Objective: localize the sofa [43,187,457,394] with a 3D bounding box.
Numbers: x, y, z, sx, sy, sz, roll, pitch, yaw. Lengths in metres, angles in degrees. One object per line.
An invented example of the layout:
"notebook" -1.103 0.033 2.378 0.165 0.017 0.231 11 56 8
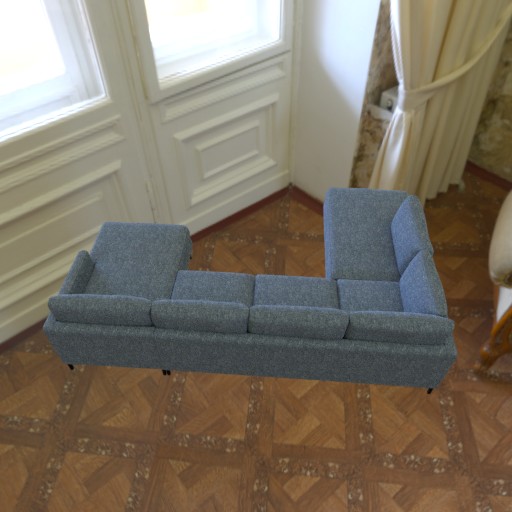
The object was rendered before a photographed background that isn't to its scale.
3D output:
"sofa" 0.000 0.000 3.600 2.737 0.756 1.879 3 47 3
